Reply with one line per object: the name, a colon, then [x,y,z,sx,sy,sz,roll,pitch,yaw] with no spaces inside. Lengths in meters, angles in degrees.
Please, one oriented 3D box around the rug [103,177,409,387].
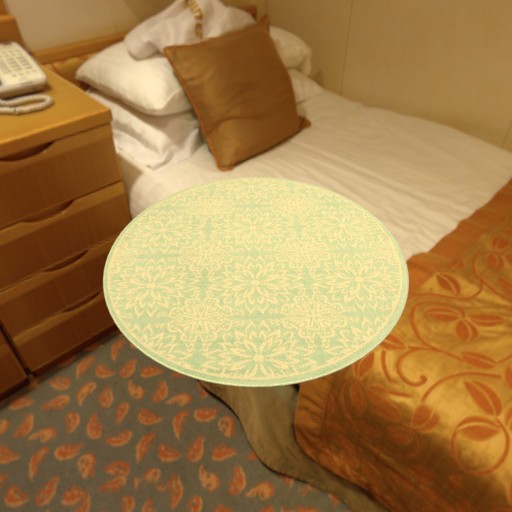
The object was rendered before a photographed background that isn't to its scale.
rug: [0.000,0.000,2.383,1.593,0.012,1.593,0,42,0]
